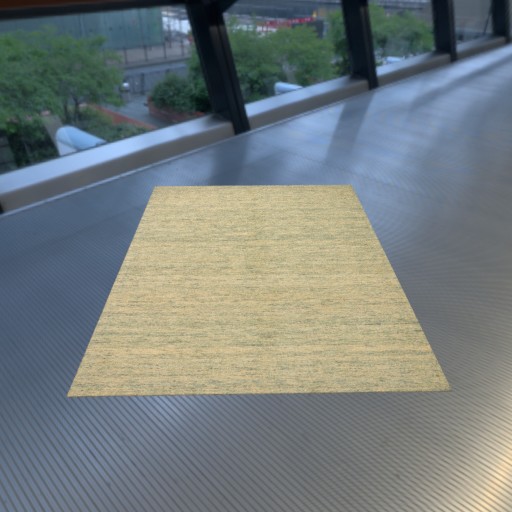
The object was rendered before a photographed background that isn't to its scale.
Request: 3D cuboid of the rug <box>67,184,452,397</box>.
[{"bbox_3d":[0.000,0.000,4.143,2.437,0.014,3.201,-1,33,-1],"label":"rug"}]
